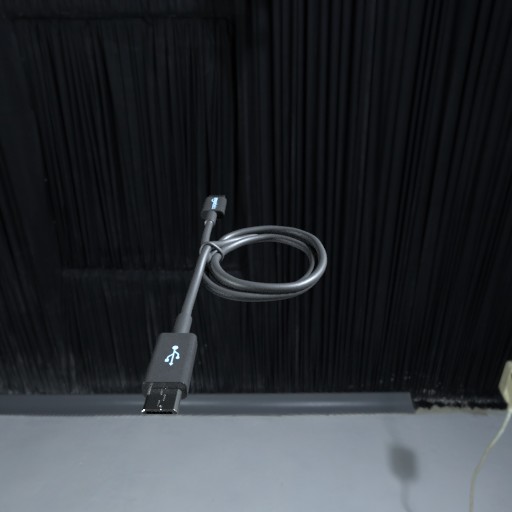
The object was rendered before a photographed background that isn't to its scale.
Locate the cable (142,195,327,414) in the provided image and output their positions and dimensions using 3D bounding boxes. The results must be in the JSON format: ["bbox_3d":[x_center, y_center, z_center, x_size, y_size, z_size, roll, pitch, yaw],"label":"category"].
[{"bbox_3d":[0.000,0.000,0.214,0.070,0.014,0.192,0,27,0],"label":"cable"}]
